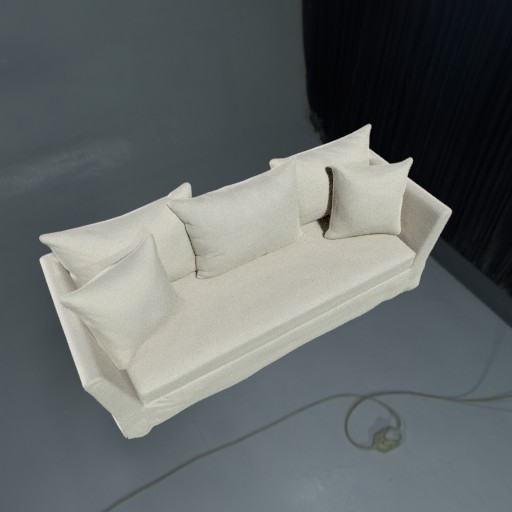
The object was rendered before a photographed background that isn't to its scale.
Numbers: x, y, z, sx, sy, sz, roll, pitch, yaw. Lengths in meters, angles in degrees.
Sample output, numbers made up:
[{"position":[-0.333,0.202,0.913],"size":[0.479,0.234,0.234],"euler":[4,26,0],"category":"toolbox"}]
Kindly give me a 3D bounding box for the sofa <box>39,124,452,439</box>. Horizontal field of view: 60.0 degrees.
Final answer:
[{"position":[0.000,0.000,2.989],"size":[2.499,1.047,1.046],"euler":[-24,51,-20],"category":"sofa"}]
